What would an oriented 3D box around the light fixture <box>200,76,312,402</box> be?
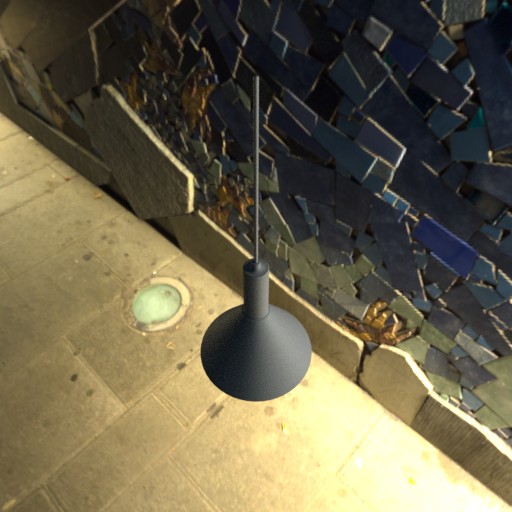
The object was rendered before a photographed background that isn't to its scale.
[{"bbox_3d":[0.000,0.000,0.821,0.267,0.683,0.267,-24,52,-20],"label":"light fixture"}]
